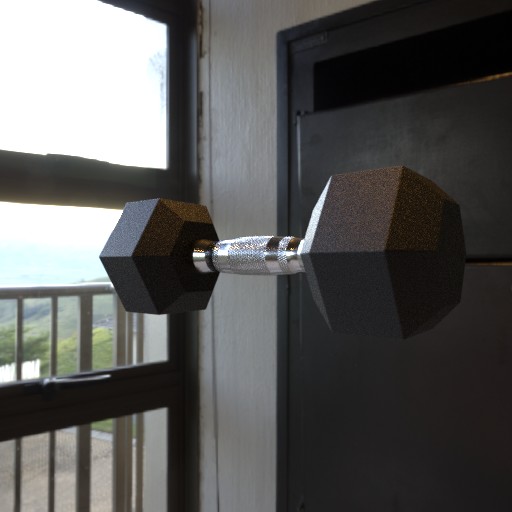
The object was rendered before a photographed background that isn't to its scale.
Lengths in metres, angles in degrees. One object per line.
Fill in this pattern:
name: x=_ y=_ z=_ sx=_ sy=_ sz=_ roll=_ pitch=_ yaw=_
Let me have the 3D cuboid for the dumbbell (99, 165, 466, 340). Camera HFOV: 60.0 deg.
dumbbell: x=0.000 y=0.000 z=0.325 sx=0.272 sy=0.092 sz=0.106 roll=-1 pitch=-1 yaw=37
